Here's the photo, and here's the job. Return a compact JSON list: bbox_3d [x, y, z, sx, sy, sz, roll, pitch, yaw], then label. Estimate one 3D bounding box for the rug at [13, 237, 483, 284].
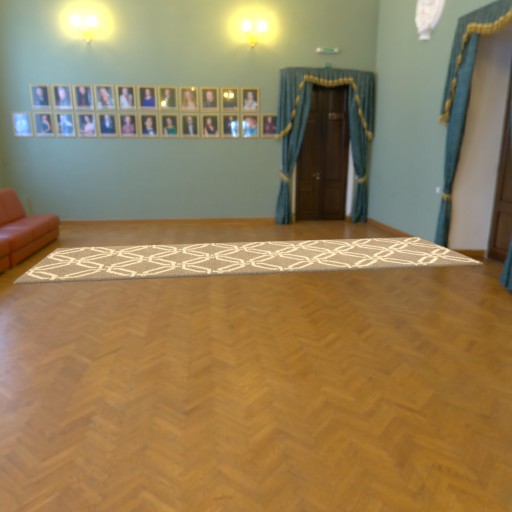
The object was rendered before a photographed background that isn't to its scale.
[{"bbox_3d":[0.000,0.000,2.450,2.276,0.014,0.678,-2,14,-8],"label":"rug"}]
